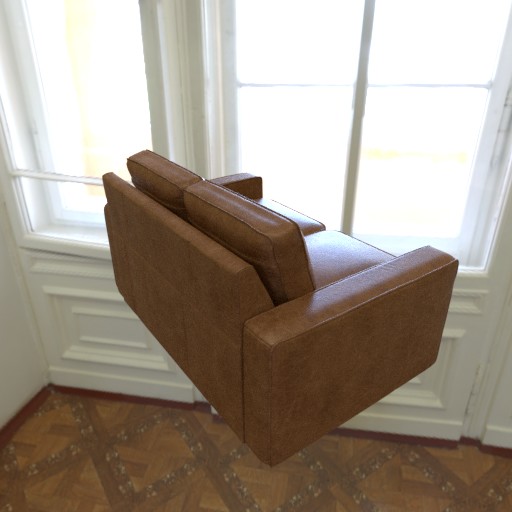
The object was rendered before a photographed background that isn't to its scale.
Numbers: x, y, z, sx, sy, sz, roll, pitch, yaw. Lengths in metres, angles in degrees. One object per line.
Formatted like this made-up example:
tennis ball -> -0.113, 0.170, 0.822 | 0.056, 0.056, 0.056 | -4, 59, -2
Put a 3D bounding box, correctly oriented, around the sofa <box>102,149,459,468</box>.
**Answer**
sofa -> 0.000, 0.000, 2.162 | 1.020, 0.896, 1.532 | -18, 32, -31
